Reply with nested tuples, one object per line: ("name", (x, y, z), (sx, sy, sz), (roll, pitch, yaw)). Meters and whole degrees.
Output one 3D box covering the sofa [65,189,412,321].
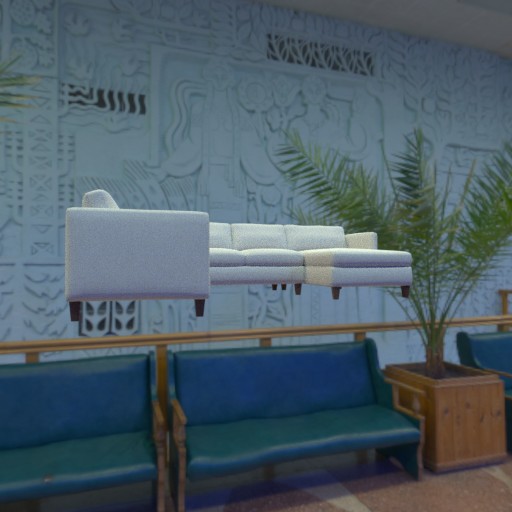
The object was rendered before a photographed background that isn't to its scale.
("sofa", (0.000, 0.000, 4.375), (3.238, 0.853, 2.551), (0, -1, -17))
